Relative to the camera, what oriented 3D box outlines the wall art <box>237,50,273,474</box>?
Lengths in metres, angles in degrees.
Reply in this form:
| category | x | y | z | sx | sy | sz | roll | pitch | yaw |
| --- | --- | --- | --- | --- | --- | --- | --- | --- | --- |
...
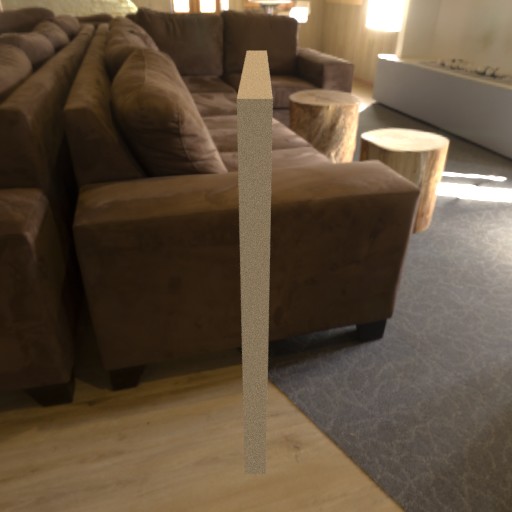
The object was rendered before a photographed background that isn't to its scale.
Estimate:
| category | x | y | z | sx | sy | sz | roll | pitch | yaw |
| --- | --- | --- | --- | --- | --- | --- | --- | --- | --- |
| wall art | 0.000 | 0.000 | 0.833 | 0.038 | 0.657 | 0.450 | 0 | 31 | 0 |
